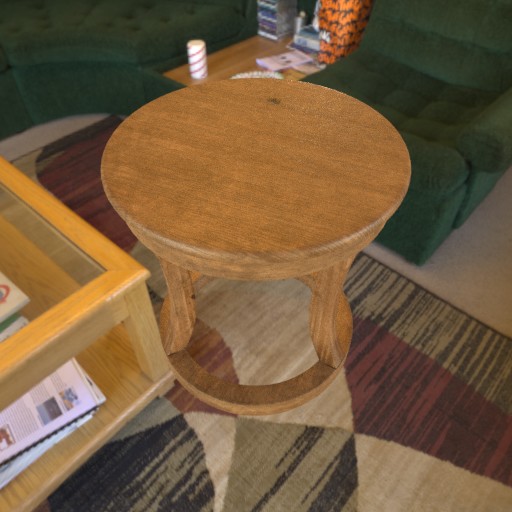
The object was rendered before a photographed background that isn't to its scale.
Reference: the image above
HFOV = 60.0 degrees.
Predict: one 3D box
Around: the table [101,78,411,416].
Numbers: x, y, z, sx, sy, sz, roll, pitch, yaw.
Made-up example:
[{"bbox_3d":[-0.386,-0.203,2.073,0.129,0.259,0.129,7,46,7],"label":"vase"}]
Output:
[{"bbox_3d":[0.000,0.000,0.795,0.432,0.460,0.432,0,47,0],"label":"table"}]
